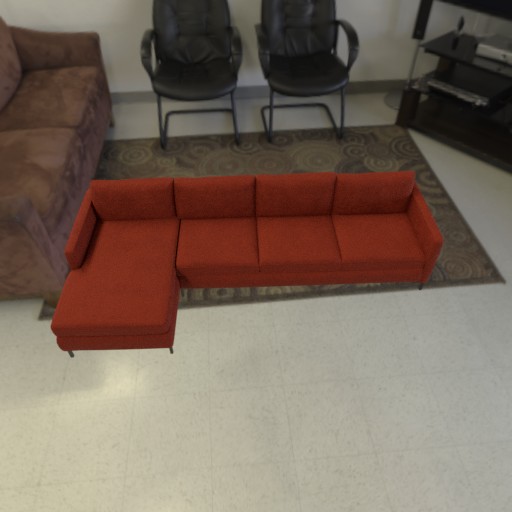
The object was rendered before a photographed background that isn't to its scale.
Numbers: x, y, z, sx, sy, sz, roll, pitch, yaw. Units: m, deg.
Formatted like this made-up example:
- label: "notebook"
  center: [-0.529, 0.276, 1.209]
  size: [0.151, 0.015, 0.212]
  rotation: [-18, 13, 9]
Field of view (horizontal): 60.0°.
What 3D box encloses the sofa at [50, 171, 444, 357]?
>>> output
- label: "sofa"
  center: [0.000, 0.000, 2.995]
  size: [2.467, 0.663, 1.136]
  rotation: [-2, 46, -2]
